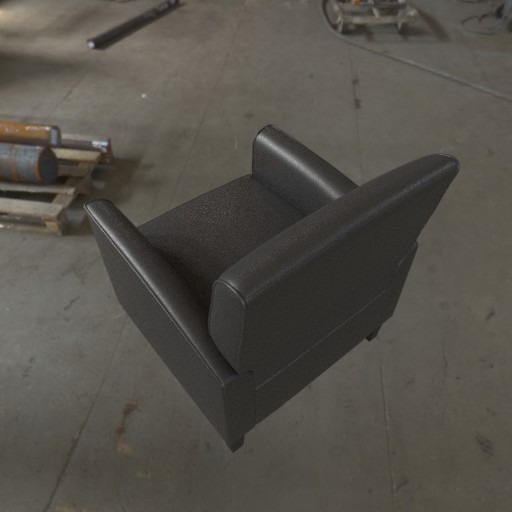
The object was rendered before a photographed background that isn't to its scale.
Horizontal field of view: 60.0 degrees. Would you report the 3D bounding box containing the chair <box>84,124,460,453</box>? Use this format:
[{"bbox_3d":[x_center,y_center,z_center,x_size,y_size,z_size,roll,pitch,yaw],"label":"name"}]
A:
[{"bbox_3d":[0.000,0.000,1.533,0.820,0.916,0.819,-30,53,-26],"label":"chair"}]
